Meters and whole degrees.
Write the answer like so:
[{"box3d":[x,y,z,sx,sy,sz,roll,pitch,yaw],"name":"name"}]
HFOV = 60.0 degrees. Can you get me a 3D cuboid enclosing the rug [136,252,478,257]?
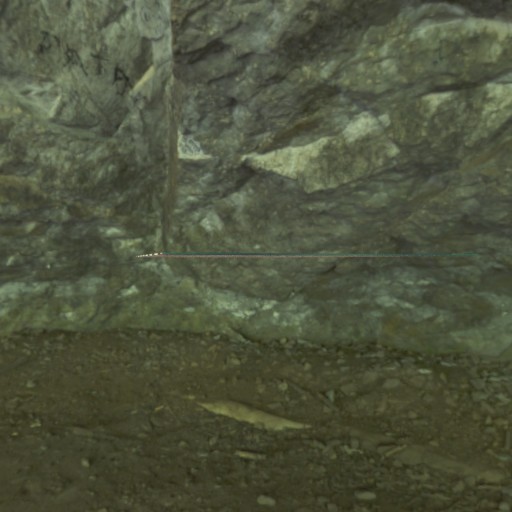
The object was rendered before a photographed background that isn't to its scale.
[{"box3d":[0.000,0.000,3.098,1.520,0.011,2.447,0,0,-18],"name":"rug"}]
